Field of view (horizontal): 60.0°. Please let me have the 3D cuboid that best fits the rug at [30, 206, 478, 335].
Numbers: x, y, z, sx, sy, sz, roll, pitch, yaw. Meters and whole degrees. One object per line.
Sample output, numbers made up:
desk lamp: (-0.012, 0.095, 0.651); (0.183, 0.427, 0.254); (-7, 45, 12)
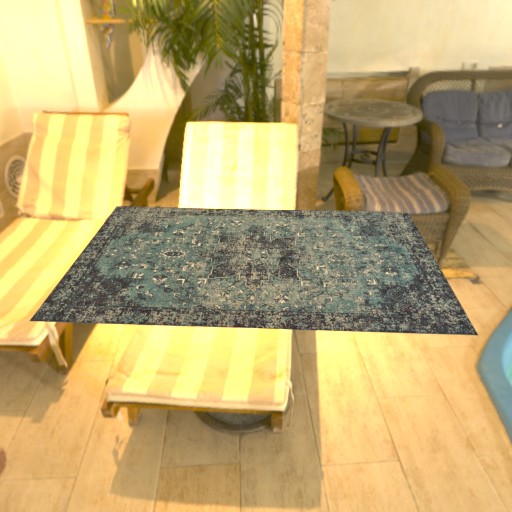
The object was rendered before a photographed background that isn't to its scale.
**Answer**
rug: (0.000, 0.000, 3.055); (2.440, 0.007, 1.525); (1, 31, 2)
